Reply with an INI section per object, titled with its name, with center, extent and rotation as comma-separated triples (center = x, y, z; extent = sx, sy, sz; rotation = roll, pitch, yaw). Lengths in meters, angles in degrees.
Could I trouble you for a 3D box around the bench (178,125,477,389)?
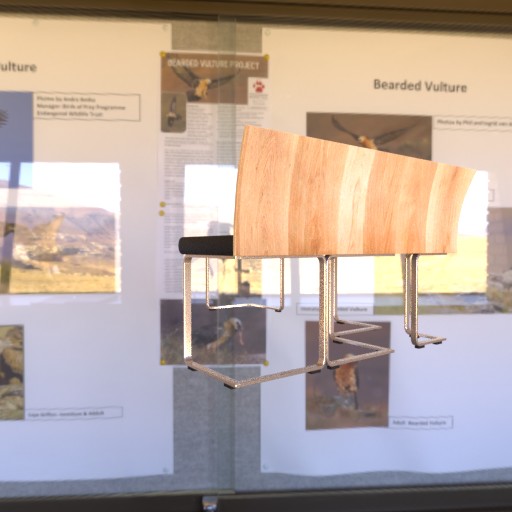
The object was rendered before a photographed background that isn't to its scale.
[bench]
center = 0.000, 0.000, 2.714
extent = 1.495, 0.930, 1.945
rotation = -1, 2, -36
